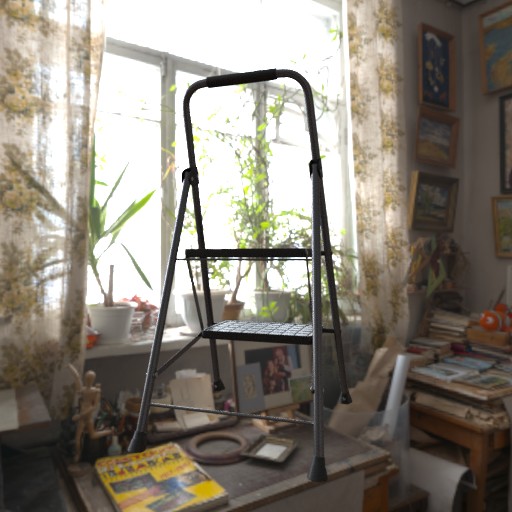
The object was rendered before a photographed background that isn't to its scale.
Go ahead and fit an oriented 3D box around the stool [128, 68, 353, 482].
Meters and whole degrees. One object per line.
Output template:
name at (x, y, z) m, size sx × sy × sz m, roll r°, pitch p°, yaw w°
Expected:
stool at (0.000, 0.000, 1.162) m, size 0.450 × 0.872 × 0.514 m, roll 0°, pitch 0°, yaw 18°
